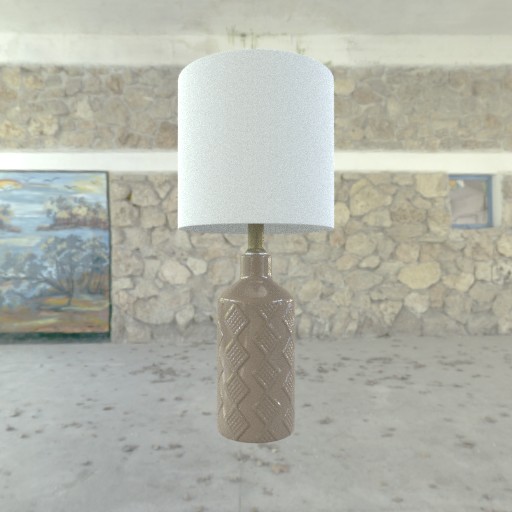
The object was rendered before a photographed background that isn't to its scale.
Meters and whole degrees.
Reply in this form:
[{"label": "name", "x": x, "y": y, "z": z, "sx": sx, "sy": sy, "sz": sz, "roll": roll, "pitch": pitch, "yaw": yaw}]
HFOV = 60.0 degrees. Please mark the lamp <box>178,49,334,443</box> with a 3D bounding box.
[{"label": "lamp", "x": 0.000, "y": 0.000, "z": 0.595, "sx": 0.207, "sy": 0.461, "sz": 0.207, "roll": 0, "pitch": -1, "yaw": -1}]
